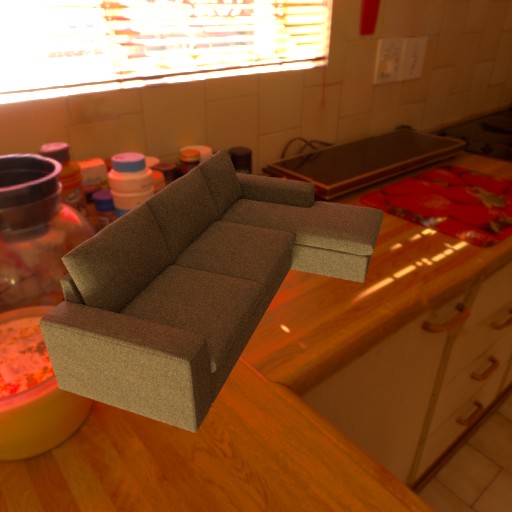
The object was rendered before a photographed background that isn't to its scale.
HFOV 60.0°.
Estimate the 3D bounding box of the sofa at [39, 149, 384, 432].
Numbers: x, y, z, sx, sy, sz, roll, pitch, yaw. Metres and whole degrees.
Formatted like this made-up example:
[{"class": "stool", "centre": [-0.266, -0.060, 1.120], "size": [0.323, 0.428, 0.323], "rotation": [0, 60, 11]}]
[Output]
[{"class": "sofa", "centre": [0.000, 0.000, 3.474], "size": [1.689, 0.940, 2.718], "rotation": [10, 32, 17]}]
